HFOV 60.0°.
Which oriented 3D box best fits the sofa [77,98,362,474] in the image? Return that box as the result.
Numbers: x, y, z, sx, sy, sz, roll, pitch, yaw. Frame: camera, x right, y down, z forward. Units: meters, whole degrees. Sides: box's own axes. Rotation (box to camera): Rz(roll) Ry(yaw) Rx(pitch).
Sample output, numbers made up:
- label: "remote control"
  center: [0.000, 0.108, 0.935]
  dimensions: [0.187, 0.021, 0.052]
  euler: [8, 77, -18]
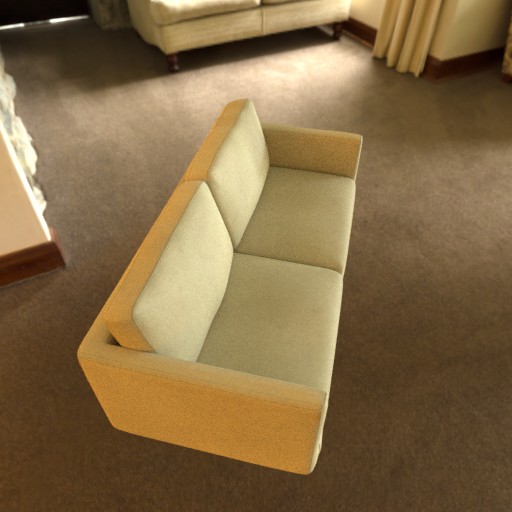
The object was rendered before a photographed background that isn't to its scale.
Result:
- label: "sofa"
  center: [0.000, 0.000, 2.335]
  dimensions: [0.950, 0.940, 1.846]
  euler: [10, 46, 9]
